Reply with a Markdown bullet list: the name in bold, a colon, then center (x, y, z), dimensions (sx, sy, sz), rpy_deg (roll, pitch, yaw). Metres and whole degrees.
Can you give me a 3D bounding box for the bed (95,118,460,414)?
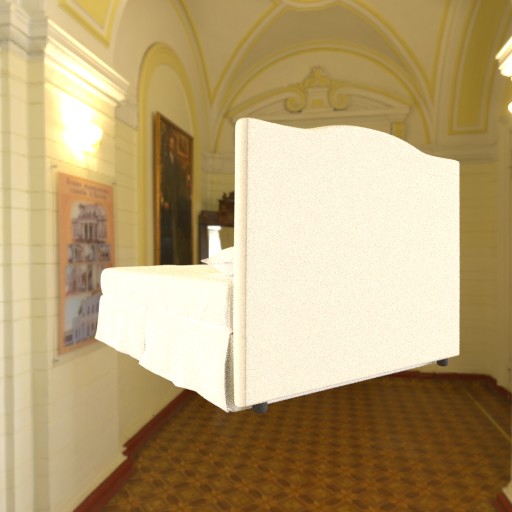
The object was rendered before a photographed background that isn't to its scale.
- **bed**: center (0.000, 0.000, 3.382), dimensions (1.821, 1.436, 2.282), rpy_deg (0, 1, -35)
